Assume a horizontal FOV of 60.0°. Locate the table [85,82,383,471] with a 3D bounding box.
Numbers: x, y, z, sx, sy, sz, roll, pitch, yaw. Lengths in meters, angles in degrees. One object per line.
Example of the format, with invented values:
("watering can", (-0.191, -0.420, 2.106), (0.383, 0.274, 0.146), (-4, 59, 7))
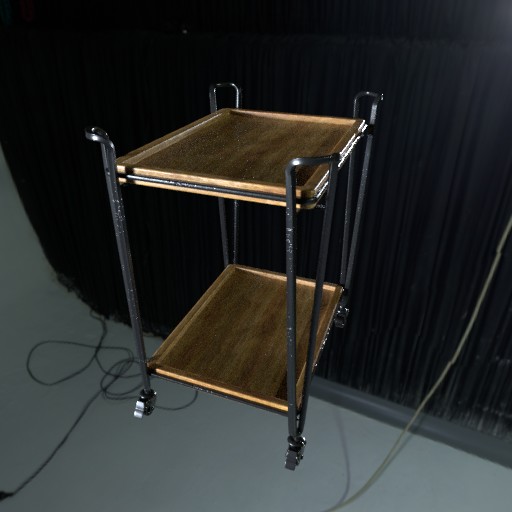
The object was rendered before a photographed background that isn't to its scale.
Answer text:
("table", (0.000, 0.000, 1.218), (0.505, 0.785, 0.672), (11, 32, 18))
